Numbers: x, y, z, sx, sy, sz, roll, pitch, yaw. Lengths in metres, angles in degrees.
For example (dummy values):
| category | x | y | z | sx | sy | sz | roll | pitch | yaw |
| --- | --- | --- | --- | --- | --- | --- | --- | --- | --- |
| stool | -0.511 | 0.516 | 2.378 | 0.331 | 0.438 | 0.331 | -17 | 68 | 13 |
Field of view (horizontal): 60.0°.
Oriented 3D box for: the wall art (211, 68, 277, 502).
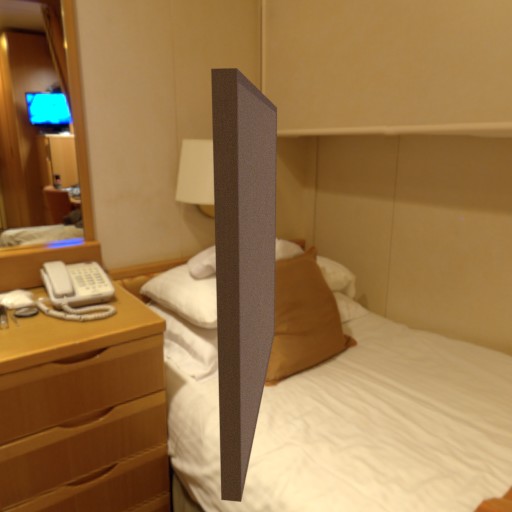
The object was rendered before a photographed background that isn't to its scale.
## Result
| category | x | y | z | sx | sy | sz | roll | pitch | yaw |
| --- | --- | --- | --- | --- | --- | --- | --- | --- | --- |
| wall art | 0.000 | 0.000 | 1.106 | 0.038 | 0.758 | 0.761 | 2 | 14 | 7 |
